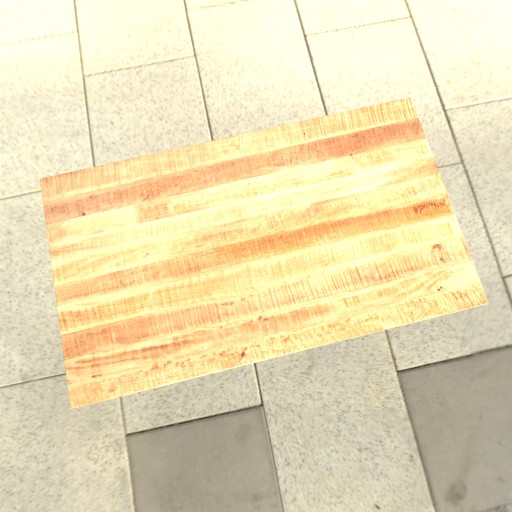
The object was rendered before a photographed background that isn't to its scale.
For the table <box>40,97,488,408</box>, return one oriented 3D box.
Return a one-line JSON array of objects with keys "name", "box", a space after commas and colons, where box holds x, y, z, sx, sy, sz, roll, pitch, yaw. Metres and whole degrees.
[{"name": "table", "box": [0.000, 0.000, 1.666, 1.320, 0.455, 0.760, -13, 76, -3]}]
